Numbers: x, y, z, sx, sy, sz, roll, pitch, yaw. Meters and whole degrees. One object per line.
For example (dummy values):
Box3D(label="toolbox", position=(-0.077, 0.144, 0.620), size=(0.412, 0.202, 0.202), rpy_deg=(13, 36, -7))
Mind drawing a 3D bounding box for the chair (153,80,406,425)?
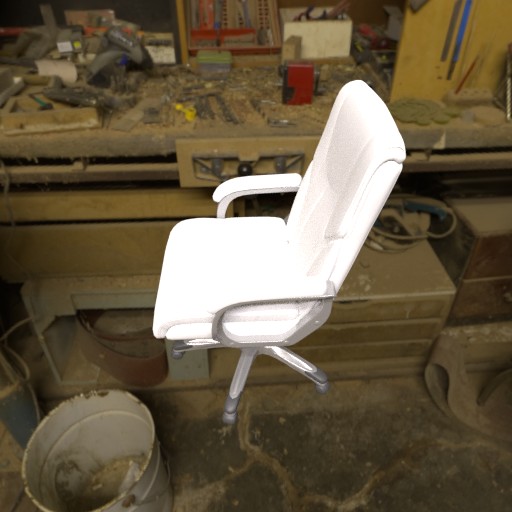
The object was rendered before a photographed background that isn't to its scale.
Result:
Box3D(label="chair", position=(0.000, 0.000, 1.590), size=(0.738, 1.120, 0.687), rpy_deg=(-1, 40, -2))
